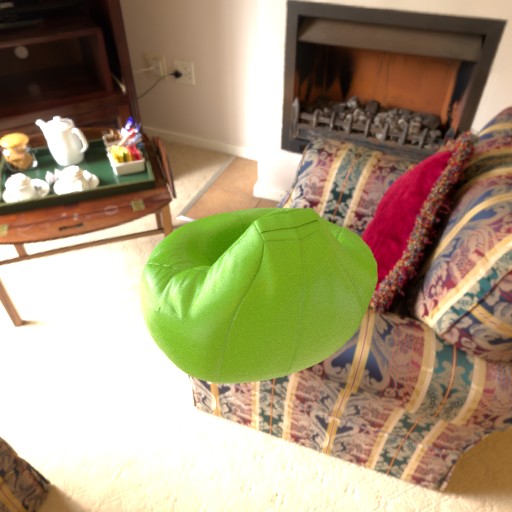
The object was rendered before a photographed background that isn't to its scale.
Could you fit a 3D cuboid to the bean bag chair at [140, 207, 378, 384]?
[{"bbox_3d":[0.000,0.000,1.980,1.070,0.990,1.070,-11,43,-12],"label":"bean bag chair"}]
